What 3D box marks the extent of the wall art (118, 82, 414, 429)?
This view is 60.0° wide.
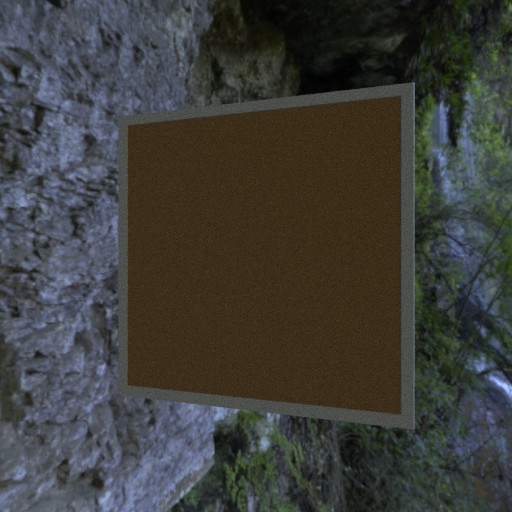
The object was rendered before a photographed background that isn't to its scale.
[{"bbox_3d":[0.000,0.000,0.454,0.305,0.305,0.038,0,0,18],"label":"wall art"}]
